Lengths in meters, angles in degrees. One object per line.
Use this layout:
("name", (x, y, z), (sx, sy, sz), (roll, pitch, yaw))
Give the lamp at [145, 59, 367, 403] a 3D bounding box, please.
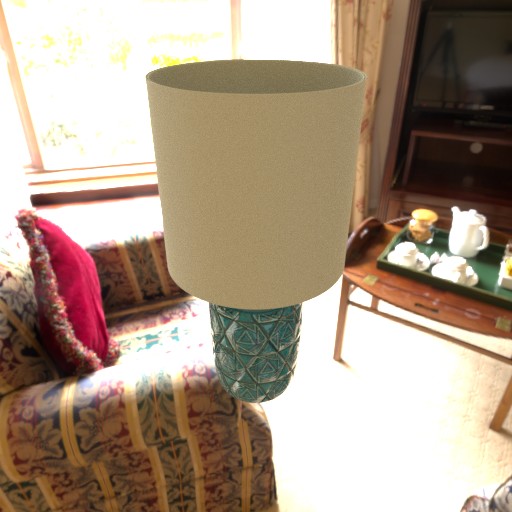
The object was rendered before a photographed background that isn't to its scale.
("lamp", (0.000, 0.000, 0.489), (0.193, 0.377, 0.193), (21, 37, 31))
